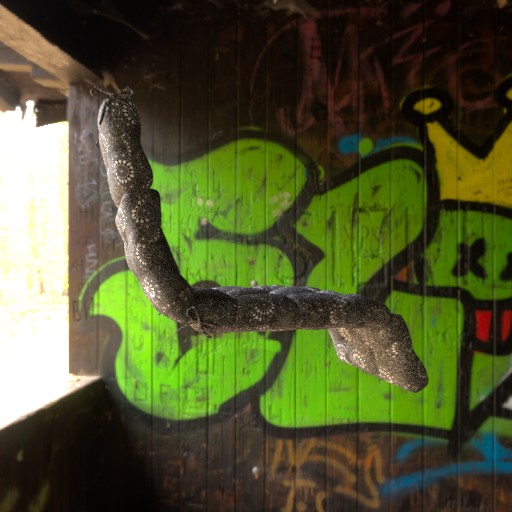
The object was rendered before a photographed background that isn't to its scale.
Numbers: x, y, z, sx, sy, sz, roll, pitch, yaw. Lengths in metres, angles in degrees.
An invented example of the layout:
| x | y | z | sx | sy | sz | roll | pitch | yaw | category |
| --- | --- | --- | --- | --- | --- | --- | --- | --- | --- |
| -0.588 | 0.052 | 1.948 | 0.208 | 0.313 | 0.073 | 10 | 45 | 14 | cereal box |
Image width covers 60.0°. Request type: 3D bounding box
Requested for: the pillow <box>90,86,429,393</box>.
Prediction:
| x | y | z | sx | sy | sz | roll | pitch | yaw | category |
| --- | --- | --- | --- | --- | --- | --- | --- | --- | --- |
| 0.000 | 0.000 | 1.475 | 1.016 | 0.863 | 0.526 | 0 | 0 | -18 | pillow |
